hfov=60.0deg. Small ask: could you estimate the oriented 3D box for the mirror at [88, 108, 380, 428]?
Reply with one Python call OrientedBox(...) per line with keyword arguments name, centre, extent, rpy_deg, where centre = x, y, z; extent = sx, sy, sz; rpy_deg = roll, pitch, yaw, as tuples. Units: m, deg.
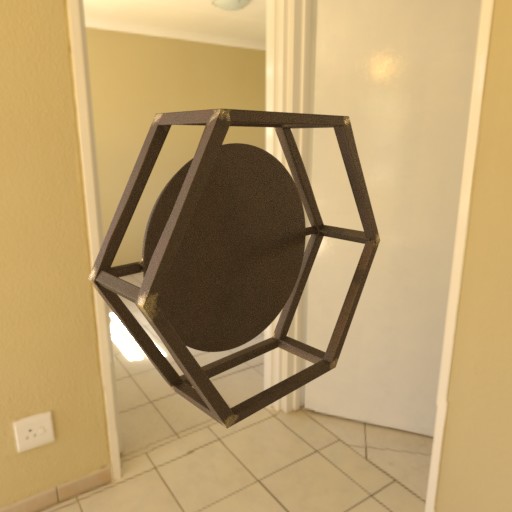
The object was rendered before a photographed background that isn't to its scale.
OrientedBox(name="mirror", centre=(0.000, 0.000, 0.550), extent=(0.380, 0.334, 0.119), rpy_deg=(-14, 20, -42))
